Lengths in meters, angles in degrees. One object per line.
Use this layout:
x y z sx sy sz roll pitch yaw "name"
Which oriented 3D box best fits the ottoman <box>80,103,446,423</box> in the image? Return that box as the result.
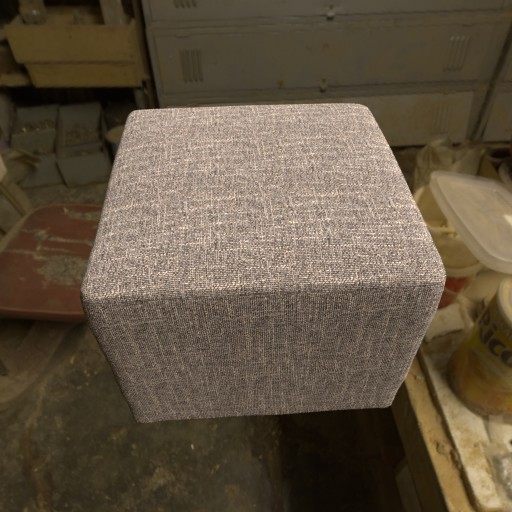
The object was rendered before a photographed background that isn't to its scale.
0.000 0.000 0.905 0.521 0.453 0.512 -3 47 -2 "ottoman"
